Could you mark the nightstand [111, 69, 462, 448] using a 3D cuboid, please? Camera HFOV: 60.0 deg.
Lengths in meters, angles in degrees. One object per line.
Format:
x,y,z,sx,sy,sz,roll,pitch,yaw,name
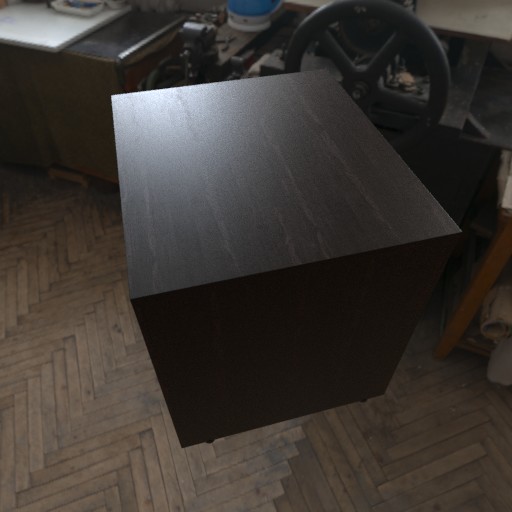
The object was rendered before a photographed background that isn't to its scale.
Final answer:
0.000,0.000,0.879,0.427,0.487,0.489,-11,48,-10,nightstand
